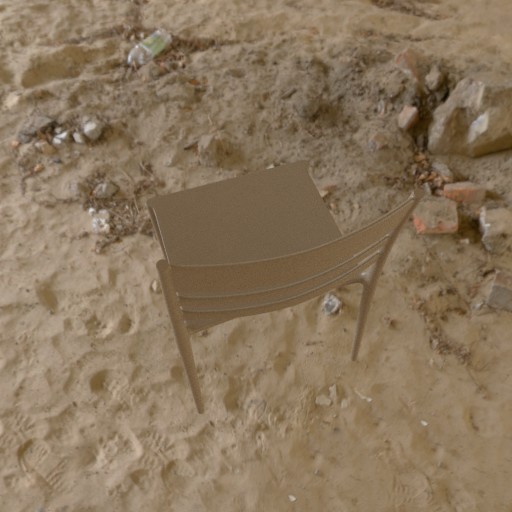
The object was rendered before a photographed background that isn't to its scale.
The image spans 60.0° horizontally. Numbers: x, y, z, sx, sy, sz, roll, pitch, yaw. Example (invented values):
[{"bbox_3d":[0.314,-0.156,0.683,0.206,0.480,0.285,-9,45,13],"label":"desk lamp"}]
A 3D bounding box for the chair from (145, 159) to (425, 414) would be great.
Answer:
[{"bbox_3d":[0.000,0.000,1.167,0.531,0.800,0.511,-16,59,-10],"label":"chair"}]
